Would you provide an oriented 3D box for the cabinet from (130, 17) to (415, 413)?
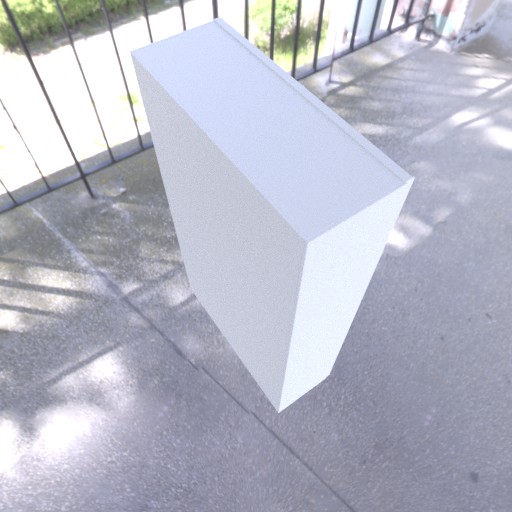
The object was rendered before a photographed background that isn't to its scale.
[{"bbox_3d":[0.000,0.000,2.639,0.480,2.160,1.250,-30,62,-18],"label":"cabinet"}]
